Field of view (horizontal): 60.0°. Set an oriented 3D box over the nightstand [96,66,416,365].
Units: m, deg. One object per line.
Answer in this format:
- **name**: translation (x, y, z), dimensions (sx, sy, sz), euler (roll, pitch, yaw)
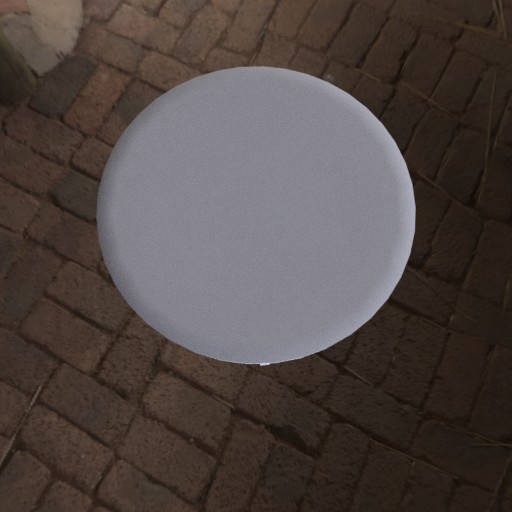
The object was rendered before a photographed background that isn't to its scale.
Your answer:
- **nightstand**: translation (0.000, 0.000, 1.028), dimensions (0.513, 0.653, 0.513), euler (3, 74, 1)
